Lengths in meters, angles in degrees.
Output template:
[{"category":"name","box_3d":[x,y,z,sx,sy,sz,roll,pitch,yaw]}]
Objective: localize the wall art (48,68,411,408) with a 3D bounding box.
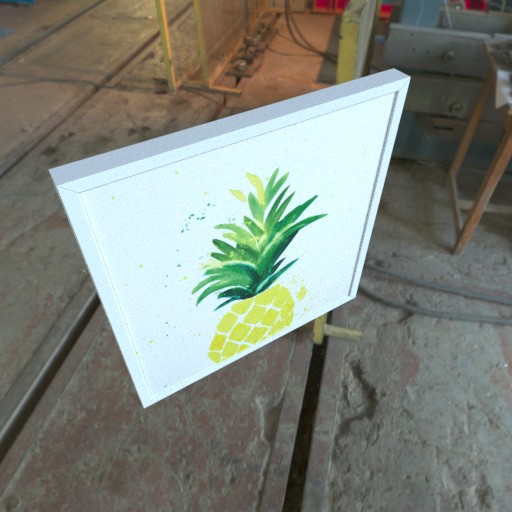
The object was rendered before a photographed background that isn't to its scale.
[{"category":"wall art","box_3d":[0.000,0.000,0.745,0.508,0.507,0.035,-24,50,-21]}]
